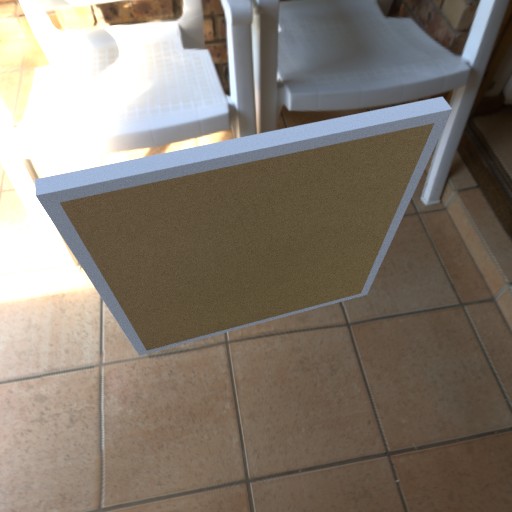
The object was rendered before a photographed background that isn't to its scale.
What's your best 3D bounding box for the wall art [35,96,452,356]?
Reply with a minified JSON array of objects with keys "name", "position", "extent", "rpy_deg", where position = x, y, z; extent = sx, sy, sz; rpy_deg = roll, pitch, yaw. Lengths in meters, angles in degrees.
[{"name":"wall art","position":[0.000,0.000,1.113],"extent":[0.763,0.761,0.038],"rpy_deg":[-14,59,-9]}]
